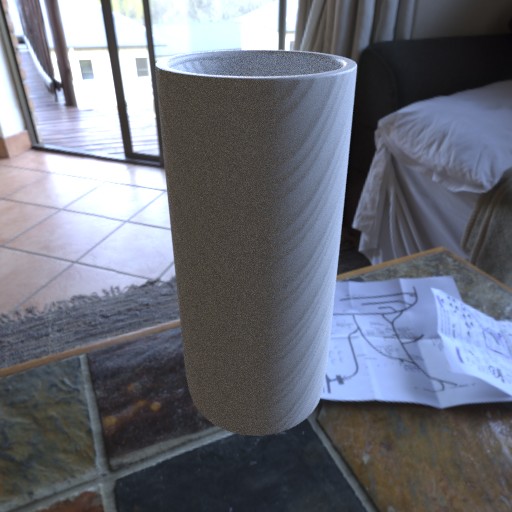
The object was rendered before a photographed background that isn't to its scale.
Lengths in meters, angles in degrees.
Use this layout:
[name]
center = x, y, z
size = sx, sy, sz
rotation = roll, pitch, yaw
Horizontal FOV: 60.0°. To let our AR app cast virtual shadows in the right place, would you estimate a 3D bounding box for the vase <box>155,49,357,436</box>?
[vase]
center = 0.000, 0.000, 0.388
size = 0.143, 0.316, 0.143
rotation = 0, 31, 0
